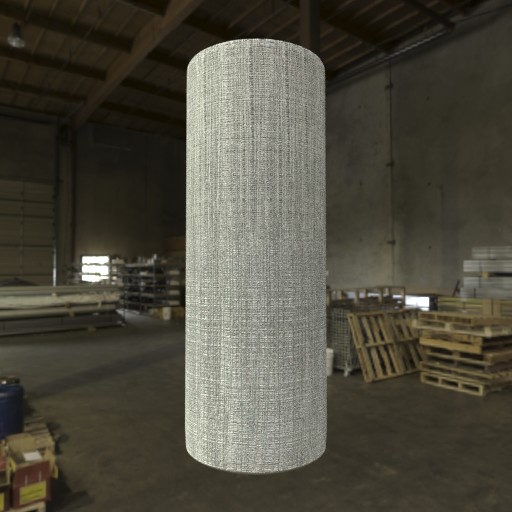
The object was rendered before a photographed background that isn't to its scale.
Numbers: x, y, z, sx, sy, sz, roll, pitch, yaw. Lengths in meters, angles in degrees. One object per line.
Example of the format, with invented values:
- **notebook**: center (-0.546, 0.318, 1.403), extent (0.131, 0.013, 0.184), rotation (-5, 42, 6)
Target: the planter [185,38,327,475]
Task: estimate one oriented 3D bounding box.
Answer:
- **planter**: center (0.000, 0.000, 0.321), extent (0.100, 0.270, 0.100), rotation (1, -2, -37)
